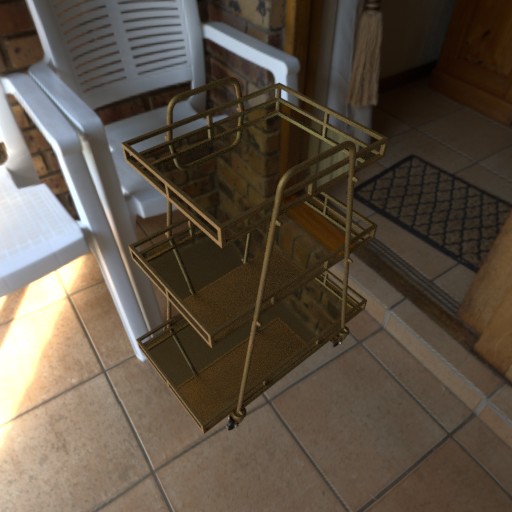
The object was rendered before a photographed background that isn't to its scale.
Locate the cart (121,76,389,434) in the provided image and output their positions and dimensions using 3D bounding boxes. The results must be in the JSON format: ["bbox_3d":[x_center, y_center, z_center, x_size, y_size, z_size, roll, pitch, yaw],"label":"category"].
[{"bbox_3d":[0.000,0.000,1.294,0.711,0.883,0.441,-31,53,-27],"label":"cart"}]
